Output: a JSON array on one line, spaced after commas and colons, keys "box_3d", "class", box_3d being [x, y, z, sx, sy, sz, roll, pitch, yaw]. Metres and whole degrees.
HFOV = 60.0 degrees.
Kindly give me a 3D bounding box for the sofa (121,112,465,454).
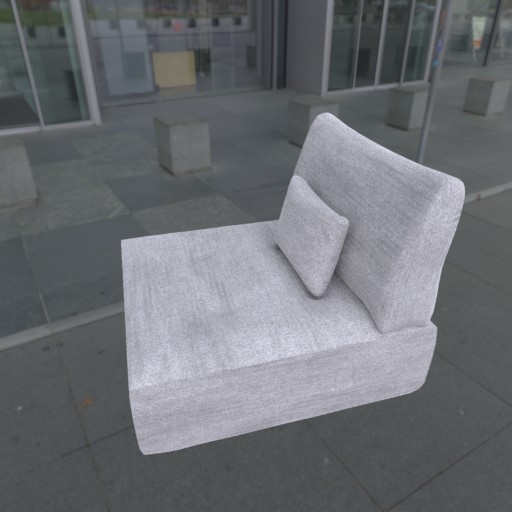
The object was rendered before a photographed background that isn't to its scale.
[{"box_3d": [0.000, 0.000, 1.672, 1.000, 0.820, 0.930, -8, 31, -14], "class": "sofa"}]
